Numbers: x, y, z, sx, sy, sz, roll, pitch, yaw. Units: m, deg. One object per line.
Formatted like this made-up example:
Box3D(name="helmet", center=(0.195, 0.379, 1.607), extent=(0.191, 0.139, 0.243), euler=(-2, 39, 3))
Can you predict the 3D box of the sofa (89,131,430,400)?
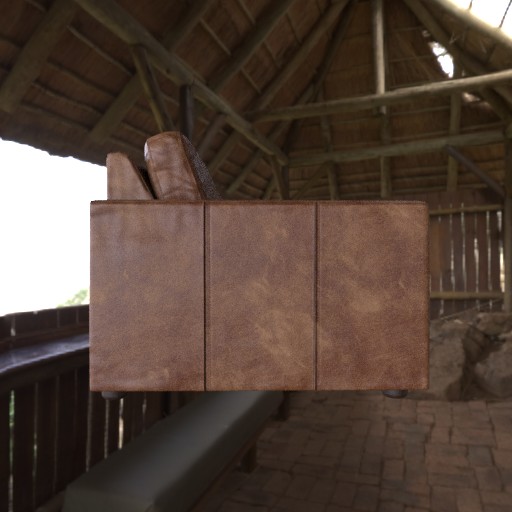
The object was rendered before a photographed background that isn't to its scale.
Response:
Box3D(name="sofa", center=(0.000, 0.000, 2.139), extent=(1.041, 0.889, 1.626), euler=(0, 1, -1))
